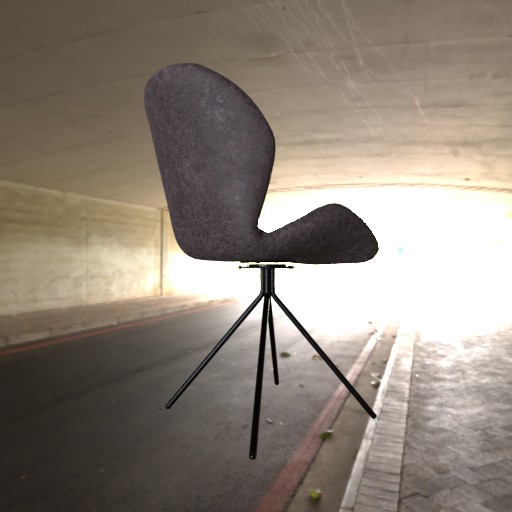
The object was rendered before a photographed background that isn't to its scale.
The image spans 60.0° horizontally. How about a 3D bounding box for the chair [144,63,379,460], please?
[{"bbox_3d":[0.000,0.000,1.291,0.640,0.934,0.527,0,-1,-37],"label":"chair"}]
